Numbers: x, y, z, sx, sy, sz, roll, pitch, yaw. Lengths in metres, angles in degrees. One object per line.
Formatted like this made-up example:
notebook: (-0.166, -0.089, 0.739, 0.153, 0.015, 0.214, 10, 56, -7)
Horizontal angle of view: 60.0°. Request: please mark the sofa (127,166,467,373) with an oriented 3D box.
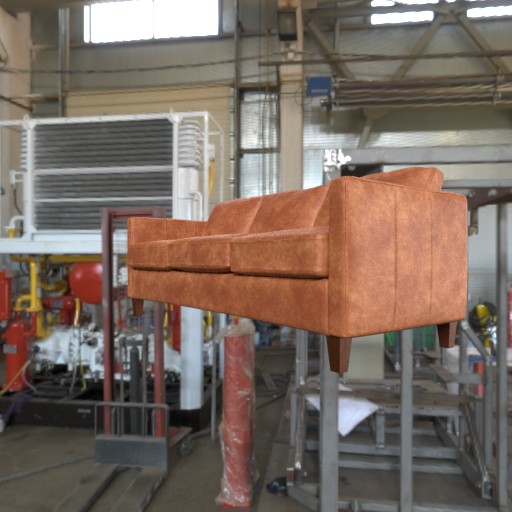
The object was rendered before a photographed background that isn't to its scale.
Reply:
sofa: (0.000, 0.000, 3.045, 1.045, 1.006, 2.464, 0, 0, -37)
